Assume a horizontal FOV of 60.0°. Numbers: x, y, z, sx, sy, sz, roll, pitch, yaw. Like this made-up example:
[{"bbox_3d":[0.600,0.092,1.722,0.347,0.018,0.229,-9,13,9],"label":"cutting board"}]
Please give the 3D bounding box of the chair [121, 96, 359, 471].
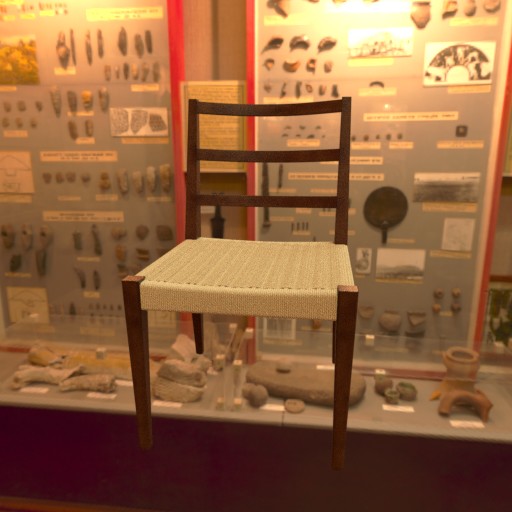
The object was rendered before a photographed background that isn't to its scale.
[{"bbox_3d":[0.000,0.000,1.143,0.480,0.813,0.551,2,14,8],"label":"chair"}]
